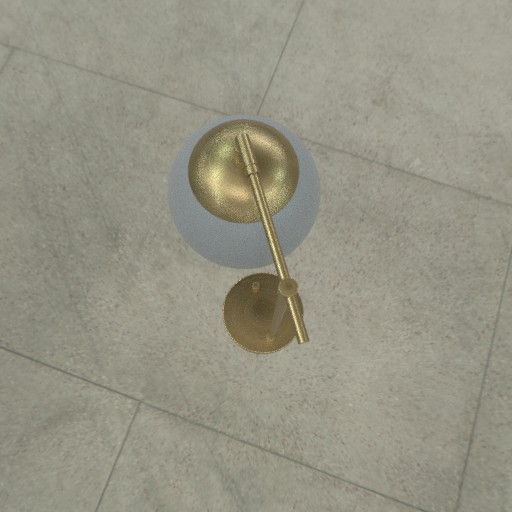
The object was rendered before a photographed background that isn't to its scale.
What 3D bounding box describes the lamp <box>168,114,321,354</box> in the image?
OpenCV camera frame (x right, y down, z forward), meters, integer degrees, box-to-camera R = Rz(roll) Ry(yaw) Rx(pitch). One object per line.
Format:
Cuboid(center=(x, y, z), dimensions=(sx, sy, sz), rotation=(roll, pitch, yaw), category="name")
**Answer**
Cuboid(center=(0.000, 0.000, 0.702), dimensions=(0.207, 0.559, 0.324), rotation=(-15, 75, -4), category="lamp")
